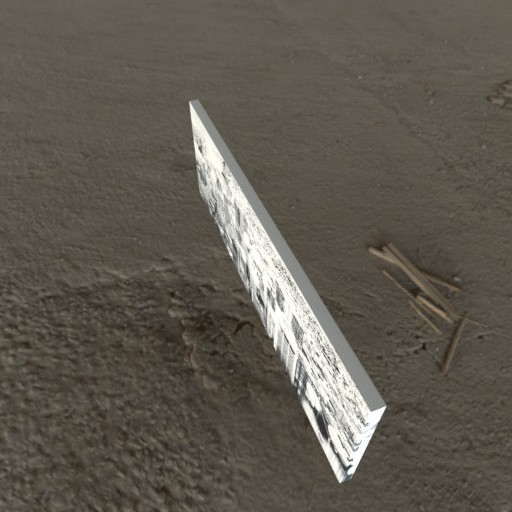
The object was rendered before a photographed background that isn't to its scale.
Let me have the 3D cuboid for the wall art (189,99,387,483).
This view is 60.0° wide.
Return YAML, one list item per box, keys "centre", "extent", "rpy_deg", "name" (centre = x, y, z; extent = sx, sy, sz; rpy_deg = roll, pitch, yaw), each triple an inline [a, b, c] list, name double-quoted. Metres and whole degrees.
- centre: [0.000, 0.000, 1.662]
  extent: [0.044, 0.507, 1.520]
  rpy_deg: [-16, 49, -14]
  name: "wall art"
